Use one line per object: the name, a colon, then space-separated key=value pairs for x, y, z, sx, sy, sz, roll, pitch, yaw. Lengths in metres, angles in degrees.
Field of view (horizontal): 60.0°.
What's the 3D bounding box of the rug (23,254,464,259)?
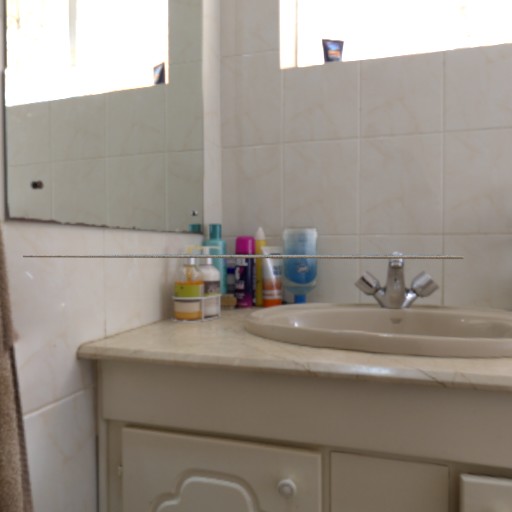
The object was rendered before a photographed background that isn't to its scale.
rug: x=0.000 y=0.000 z=2.288 sx=1.836 sy=0.009 sz=1.232 roll=0 pitch=0 yaw=19
